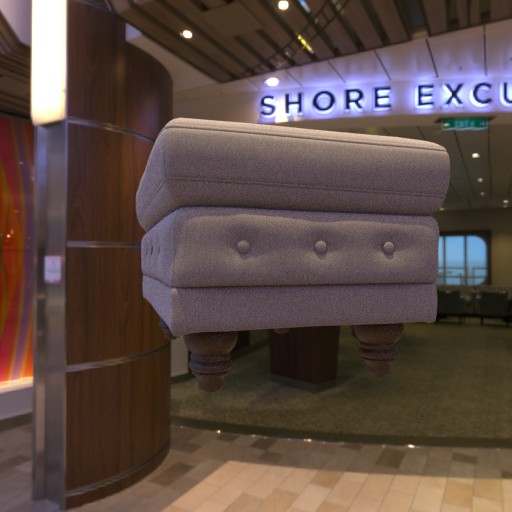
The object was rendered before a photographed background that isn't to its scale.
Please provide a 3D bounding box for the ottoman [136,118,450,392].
[{"bbox_3d":[0.000,0.000,1.138,0.569,0.500,0.771,0,-1,-18],"label":"ottoman"}]
